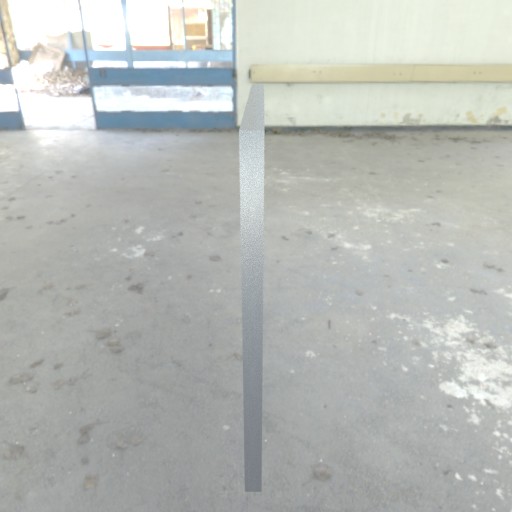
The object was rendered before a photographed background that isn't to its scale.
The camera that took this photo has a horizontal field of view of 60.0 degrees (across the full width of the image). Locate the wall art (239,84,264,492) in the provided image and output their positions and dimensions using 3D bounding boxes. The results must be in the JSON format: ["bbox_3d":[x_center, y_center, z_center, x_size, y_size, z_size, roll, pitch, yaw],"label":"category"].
[{"bbox_3d":[0.000,0.000,1.200,0.038,0.806,0.806,0,26,1],"label":"wall art"}]
